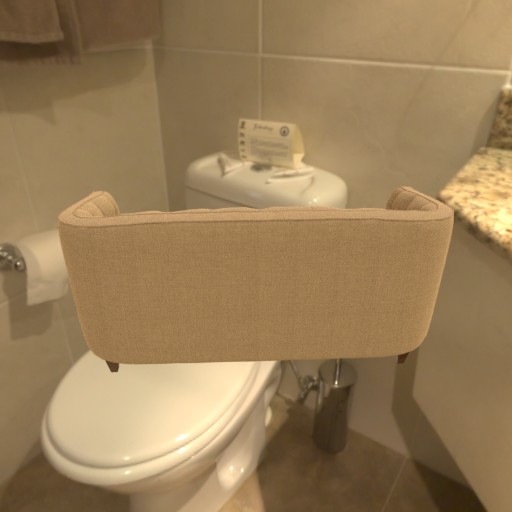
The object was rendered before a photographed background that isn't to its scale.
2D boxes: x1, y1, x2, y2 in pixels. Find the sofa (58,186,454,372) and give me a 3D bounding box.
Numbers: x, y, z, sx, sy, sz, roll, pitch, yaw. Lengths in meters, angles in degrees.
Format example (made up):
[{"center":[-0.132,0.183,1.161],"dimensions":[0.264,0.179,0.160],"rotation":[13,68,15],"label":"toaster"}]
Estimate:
[{"center":[0.000,0.000,2.301],"dimensions":[1.733,0.855,0.941],"rotation":[-1,30,-2],"label":"sofa"}]
